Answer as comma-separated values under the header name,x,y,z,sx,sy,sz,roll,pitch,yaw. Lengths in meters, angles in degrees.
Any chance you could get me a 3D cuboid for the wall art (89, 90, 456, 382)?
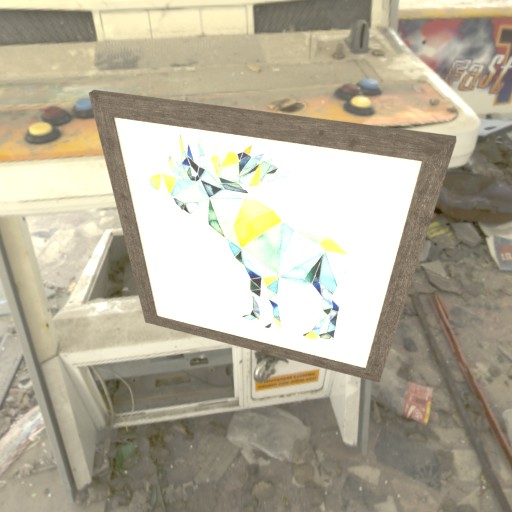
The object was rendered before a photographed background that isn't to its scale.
name,x,y,z,sx,sy,sz,roll,pitch,yaw
wall art,0.000,0.000,0.684,0.457,0.457,0.013,12,42,13
